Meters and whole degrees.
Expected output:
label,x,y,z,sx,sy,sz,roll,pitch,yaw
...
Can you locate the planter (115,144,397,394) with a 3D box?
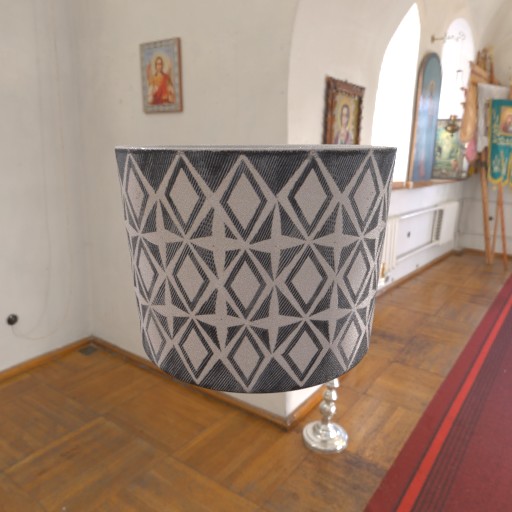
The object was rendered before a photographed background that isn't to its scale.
label,x,y,z,sx,sy,sz,roll,pitch,yaw
planter,0.000,0.000,0.454,0.260,0.220,0.260,0,15,0
